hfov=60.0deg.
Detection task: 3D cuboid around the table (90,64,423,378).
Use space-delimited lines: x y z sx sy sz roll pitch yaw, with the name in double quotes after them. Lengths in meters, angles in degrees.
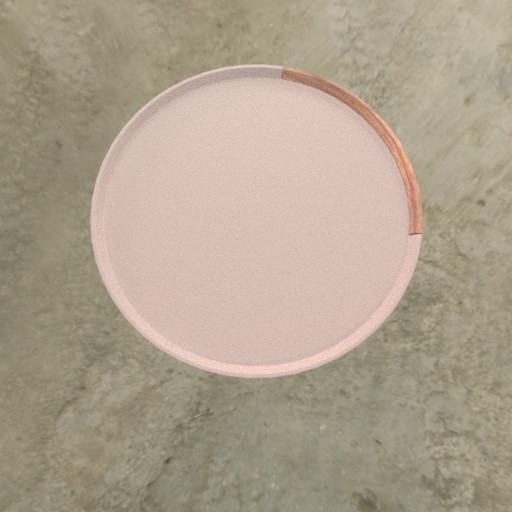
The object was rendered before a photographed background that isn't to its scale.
0.000 0.000 0.855 0.450 0.530 0.450 0 76 0 "table"
